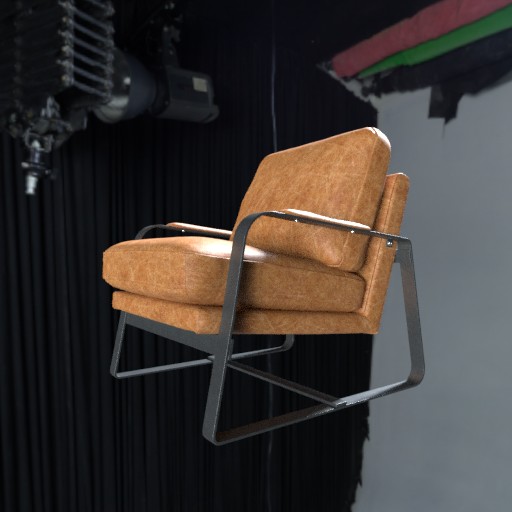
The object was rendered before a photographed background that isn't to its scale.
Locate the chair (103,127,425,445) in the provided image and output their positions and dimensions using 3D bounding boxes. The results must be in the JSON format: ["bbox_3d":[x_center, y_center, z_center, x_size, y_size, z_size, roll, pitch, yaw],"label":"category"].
[{"bbox_3d":[0.000,0.000,1.369,0.801,0.777,0.651,0,0,-36],"label":"chair"}]
